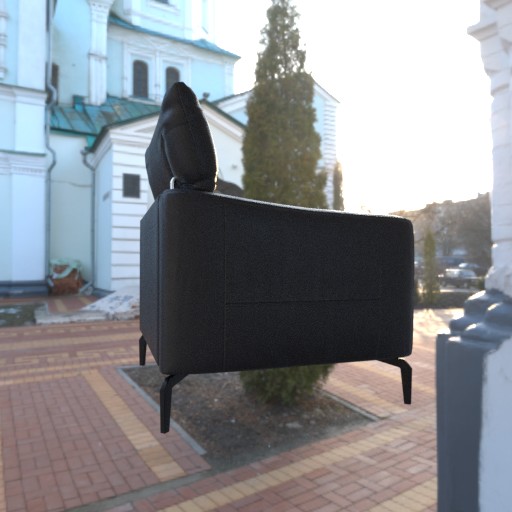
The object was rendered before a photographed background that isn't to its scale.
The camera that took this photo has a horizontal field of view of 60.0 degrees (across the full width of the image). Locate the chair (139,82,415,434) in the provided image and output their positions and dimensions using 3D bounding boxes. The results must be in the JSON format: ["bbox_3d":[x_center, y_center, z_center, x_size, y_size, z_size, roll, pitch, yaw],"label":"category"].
[{"bbox_3d":[0.000,0.000,1.686,0.809,0.949,0.976,0,-1,-18],"label":"chair"}]
